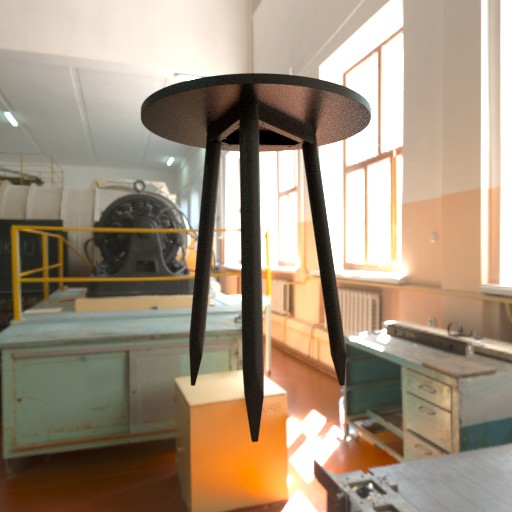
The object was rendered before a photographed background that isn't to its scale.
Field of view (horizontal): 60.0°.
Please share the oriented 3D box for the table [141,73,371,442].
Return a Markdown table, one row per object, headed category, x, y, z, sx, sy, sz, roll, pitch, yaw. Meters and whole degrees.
| category | x | y | z | sx | sy | sz | roll | pitch | yaw |
| --- | --- | --- | --- | --- | --- | --- | --- | --- | --- |
| table | 0.000 | 0.000 | 0.911 | 0.457 | 0.585 | 0.457 | 0 | 0 | 0 |
